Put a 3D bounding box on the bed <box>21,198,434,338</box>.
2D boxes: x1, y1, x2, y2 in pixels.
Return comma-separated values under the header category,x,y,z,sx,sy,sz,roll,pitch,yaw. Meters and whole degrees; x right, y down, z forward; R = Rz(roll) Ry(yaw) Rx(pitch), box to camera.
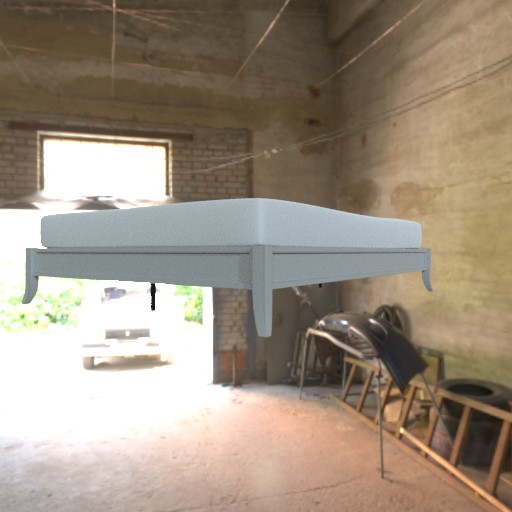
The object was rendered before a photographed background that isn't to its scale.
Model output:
category,x,y,z,sx,sy,sz,roll,pitch,yaw
bed,0.000,0.000,2.772,1.604,0.510,2.108,0,1,36
